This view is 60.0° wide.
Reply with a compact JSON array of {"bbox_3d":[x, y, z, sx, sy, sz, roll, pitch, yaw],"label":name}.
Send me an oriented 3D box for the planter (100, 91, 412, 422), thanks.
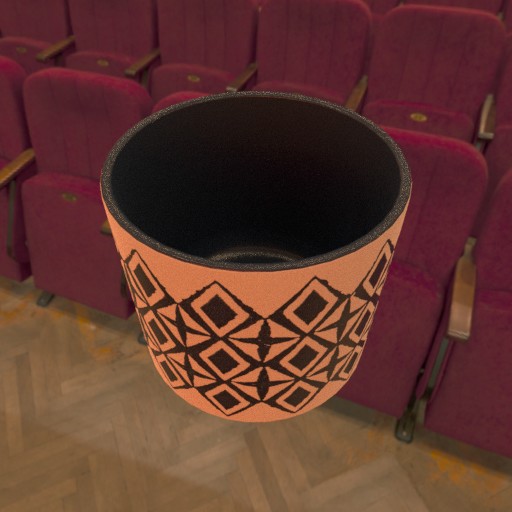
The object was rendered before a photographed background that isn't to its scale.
[{"bbox_3d":[0.000,0.000,0.281,0.159,0.144,0.159,0,46,0],"label":"planter"}]
